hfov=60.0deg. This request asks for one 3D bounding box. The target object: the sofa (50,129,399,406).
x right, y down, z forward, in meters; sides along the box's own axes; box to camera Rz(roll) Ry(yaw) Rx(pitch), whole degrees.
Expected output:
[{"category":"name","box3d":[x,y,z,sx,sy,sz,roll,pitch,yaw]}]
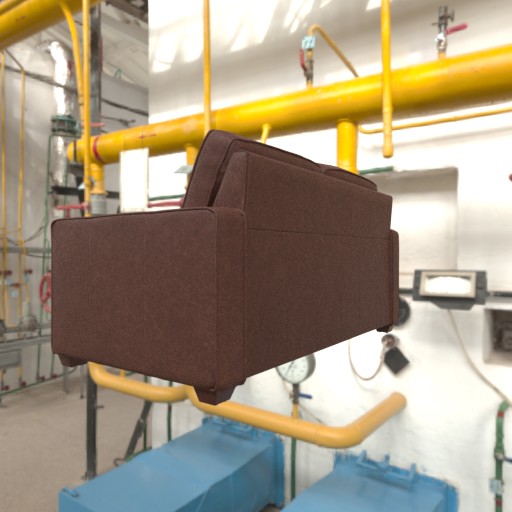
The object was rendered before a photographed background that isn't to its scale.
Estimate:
[{"category":"sofa","box3d":[0.000,0.000,2.267,0.947,0.918,1.709,0,0,36]}]
